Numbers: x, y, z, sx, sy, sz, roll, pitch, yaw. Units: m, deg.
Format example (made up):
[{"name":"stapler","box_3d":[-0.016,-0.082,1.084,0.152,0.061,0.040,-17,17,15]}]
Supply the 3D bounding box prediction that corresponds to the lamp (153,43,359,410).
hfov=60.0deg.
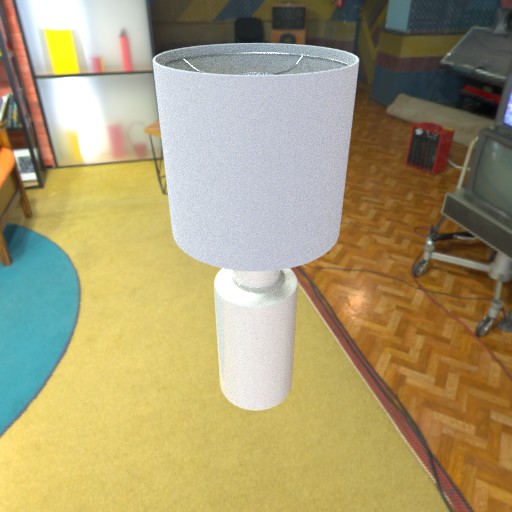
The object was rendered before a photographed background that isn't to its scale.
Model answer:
[{"name":"lamp","box_3d":[0.000,0.000,0.594,0.212,0.493,0.212,20,37,28]}]
